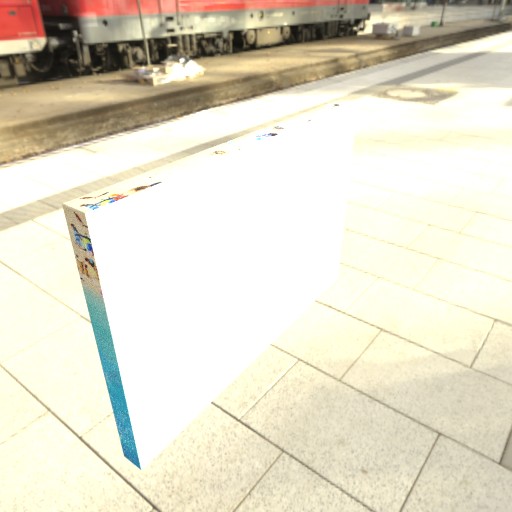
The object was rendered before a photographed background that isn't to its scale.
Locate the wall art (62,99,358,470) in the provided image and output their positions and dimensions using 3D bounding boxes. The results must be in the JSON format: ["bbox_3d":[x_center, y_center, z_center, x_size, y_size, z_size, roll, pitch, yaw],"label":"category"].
[{"bbox_3d":[0.000,0.000,1.099,0.057,0.595,0.894,21,37,30],"label":"wall art"}]
